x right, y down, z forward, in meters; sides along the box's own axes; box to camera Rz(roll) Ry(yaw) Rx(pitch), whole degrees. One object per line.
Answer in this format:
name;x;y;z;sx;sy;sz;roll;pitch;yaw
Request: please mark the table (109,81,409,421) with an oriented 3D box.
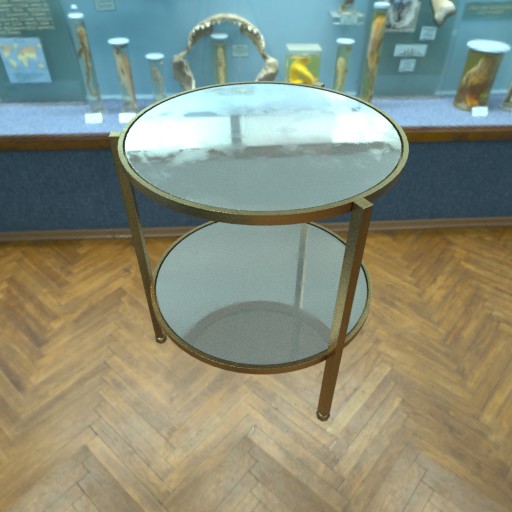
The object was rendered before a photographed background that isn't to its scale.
table;0.000;0.000;0.451;0.243;0.269;0.231;-1;41;-1
